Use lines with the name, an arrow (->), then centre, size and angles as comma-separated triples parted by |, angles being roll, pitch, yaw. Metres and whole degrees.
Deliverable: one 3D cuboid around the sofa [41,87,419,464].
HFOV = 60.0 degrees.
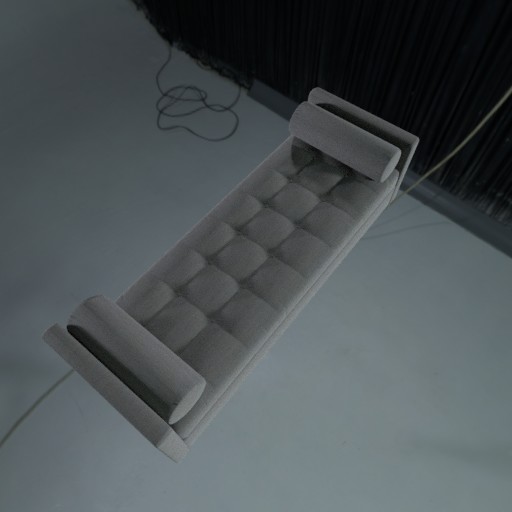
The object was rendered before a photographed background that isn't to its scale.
sofa -> 0.000, 0.000, 2.346 | 0.686, 0.635, 1.981 | 35, 65, 19
